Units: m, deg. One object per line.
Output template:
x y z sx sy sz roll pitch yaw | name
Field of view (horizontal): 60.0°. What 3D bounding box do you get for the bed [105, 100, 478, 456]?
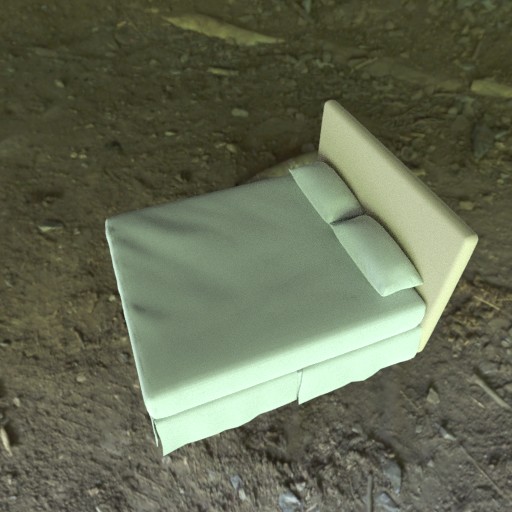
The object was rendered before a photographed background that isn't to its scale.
0.000 0.000 3.369 2.142 1.330 1.884 -16 48 -14 | bed
